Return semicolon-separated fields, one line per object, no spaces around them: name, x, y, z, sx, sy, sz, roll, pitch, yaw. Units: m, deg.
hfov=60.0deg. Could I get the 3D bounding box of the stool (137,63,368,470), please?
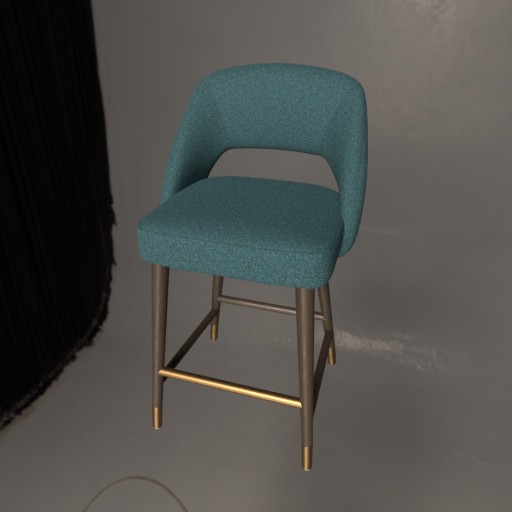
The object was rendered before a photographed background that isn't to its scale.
stool;0.000;0.000;1.214;0.536;0.939;0.522;8;29;16
